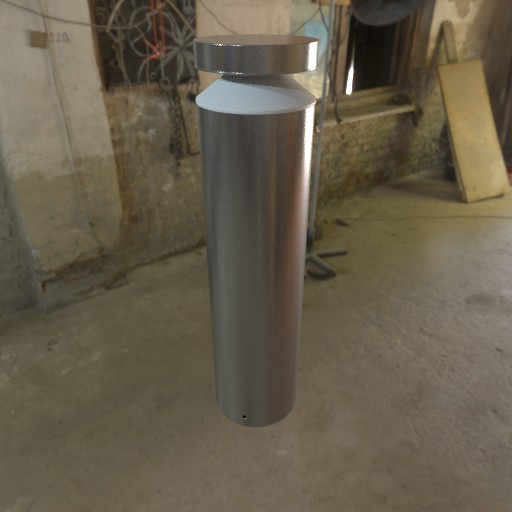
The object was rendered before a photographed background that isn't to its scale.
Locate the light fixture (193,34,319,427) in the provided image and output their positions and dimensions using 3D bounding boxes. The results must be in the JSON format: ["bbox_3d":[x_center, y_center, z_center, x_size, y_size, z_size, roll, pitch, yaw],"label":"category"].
[{"bbox_3d":[0.000,0.000,0.454,0.102,0.400,0.102,8,31,13],"label":"light fixture"}]
